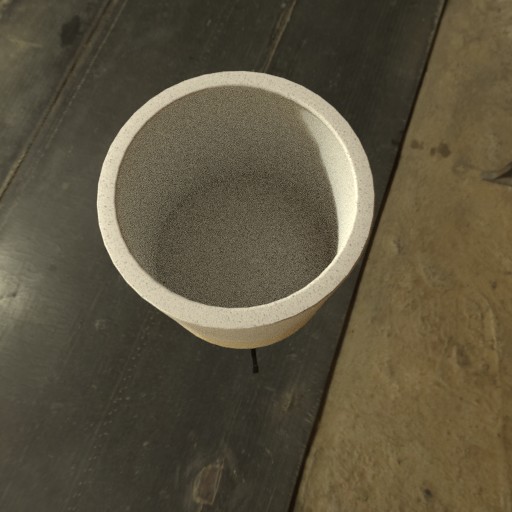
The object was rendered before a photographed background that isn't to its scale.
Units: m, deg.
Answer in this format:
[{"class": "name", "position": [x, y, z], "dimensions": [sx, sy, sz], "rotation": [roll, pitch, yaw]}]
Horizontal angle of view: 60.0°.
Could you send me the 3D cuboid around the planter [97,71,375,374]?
[{"class": "planter", "position": [0.000, 0.000, 0.545], "dimensions": [0.263, 0.362, 0.267], "rotation": [-17, 76, -5]}]
